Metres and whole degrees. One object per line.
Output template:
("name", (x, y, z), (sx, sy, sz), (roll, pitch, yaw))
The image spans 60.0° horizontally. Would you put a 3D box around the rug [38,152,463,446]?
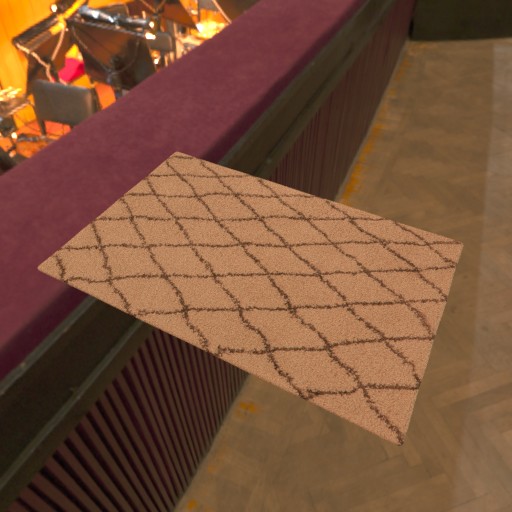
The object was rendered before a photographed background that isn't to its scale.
("rug", (0.000, 0.000, 3.380), (2.743, 0.030, 1.778), (21, 49, 19))
